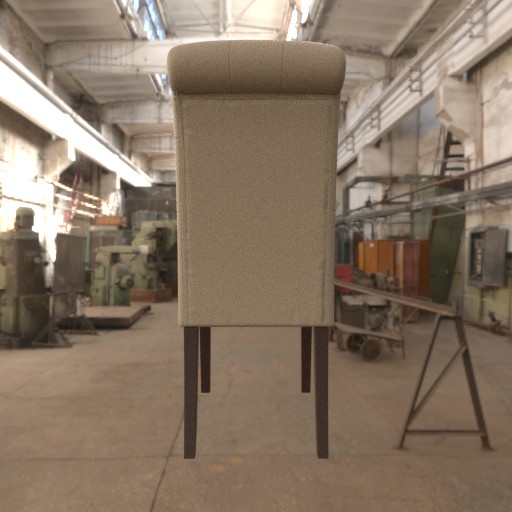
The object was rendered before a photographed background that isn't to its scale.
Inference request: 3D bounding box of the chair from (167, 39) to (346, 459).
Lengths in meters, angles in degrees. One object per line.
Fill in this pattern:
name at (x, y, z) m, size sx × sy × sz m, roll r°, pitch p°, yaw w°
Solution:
chair at (0.000, 0.000, 1.324) m, size 0.456 × 1.006 × 0.671 m, roll 0°, pitch 1°, yaw 0°
